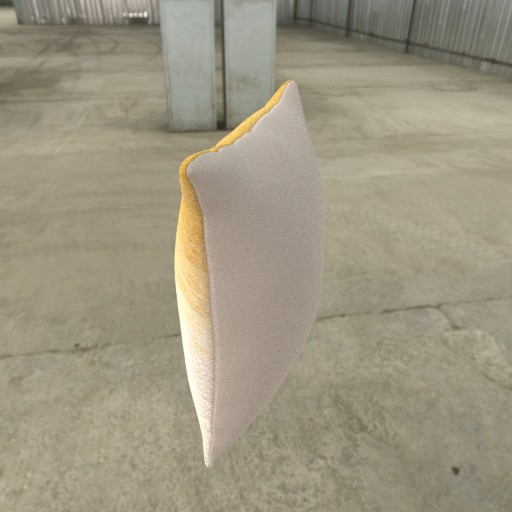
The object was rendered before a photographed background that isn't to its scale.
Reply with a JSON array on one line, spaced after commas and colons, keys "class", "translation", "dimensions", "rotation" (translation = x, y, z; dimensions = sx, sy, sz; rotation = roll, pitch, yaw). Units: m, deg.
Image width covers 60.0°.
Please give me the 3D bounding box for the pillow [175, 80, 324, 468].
[{"class": "pillow", "translation": [0.000, 0.000, 0.693], "dimensions": [0.211, 0.450, 0.450], "rotation": [9, 32, 14]}]
